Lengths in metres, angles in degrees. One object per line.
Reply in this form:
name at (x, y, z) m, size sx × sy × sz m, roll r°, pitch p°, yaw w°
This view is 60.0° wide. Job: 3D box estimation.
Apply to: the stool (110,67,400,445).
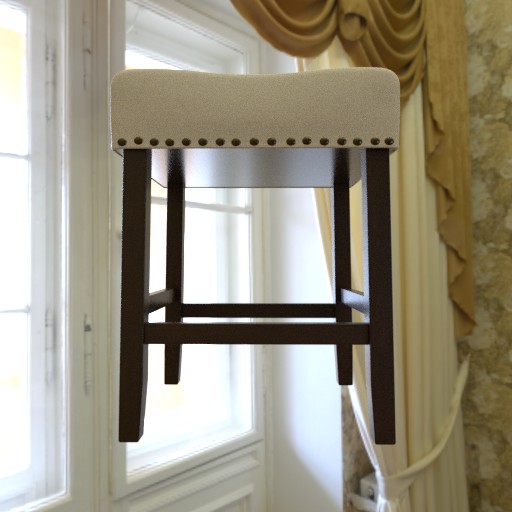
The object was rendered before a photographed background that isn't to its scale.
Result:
stool at (0.000, 0.000, 0.901) m, size 0.471 × 0.609 × 0.401 m, roll 0°, pitch -1°, yaw 1°
